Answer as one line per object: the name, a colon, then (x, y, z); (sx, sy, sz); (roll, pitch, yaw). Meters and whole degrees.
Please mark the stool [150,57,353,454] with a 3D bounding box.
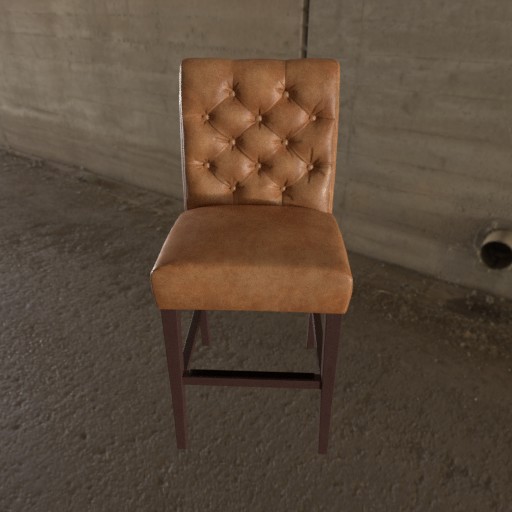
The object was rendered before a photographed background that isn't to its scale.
stool: (0.000, 0.000, 1.334); (0.493, 1.047, 0.601); (1, 30, 2)
